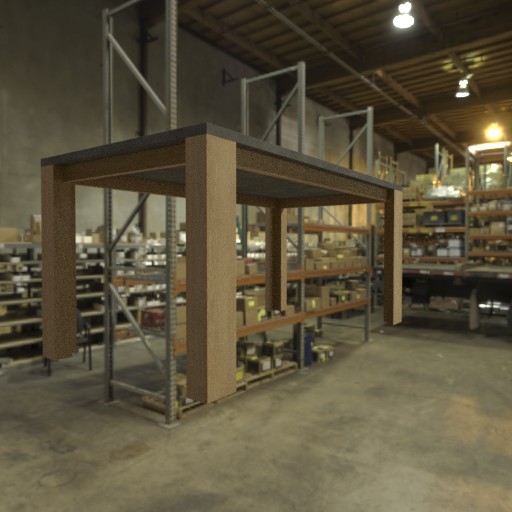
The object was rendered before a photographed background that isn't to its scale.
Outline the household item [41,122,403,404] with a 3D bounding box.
[{"bbox_3d":[0.000,0.000,2.082,0.850,0.755,1.600,1,2,36],"label":"household item"}]
